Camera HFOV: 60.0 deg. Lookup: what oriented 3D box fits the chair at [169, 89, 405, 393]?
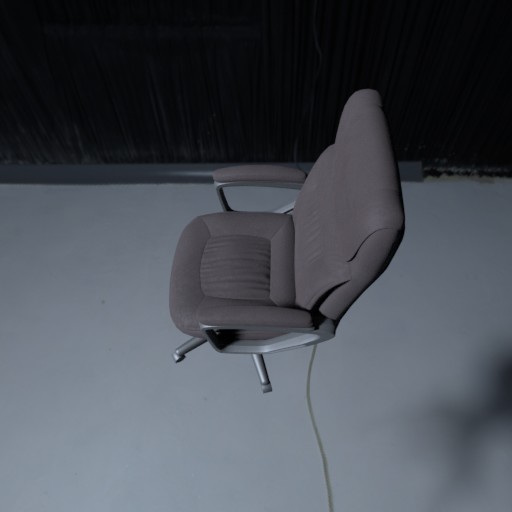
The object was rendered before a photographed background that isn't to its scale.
[{"bbox_3d":[0.000,0.000,1.567,0.724,1.105,0.667,2,57,1],"label":"chair"}]
